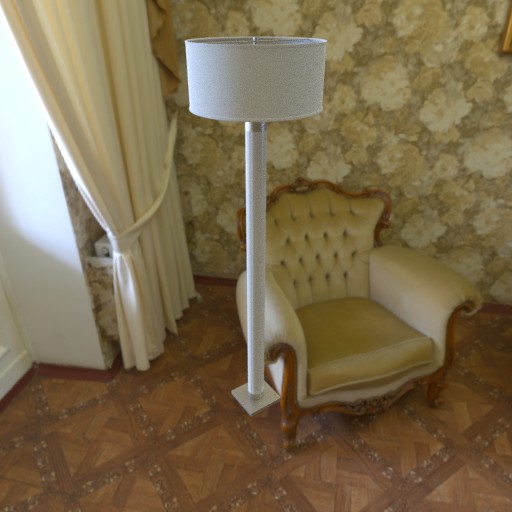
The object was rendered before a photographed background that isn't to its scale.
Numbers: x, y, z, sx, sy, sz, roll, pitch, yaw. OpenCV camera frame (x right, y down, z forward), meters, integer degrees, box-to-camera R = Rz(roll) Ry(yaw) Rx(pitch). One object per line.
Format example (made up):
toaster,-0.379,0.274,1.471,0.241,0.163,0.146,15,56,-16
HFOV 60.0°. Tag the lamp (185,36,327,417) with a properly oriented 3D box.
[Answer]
lamp,0.000,0.000,1.663,0.420,1.475,0.420,-18,34,-30
